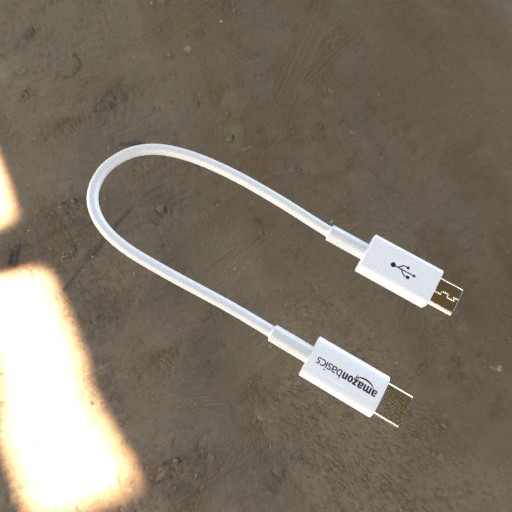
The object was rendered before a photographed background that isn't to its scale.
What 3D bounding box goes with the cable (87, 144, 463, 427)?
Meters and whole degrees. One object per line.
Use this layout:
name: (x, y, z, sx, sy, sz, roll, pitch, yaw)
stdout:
cable: (0.000, 0.000, 0.114, 0.098, 0.006, 0.040, 30, 77, 8)
